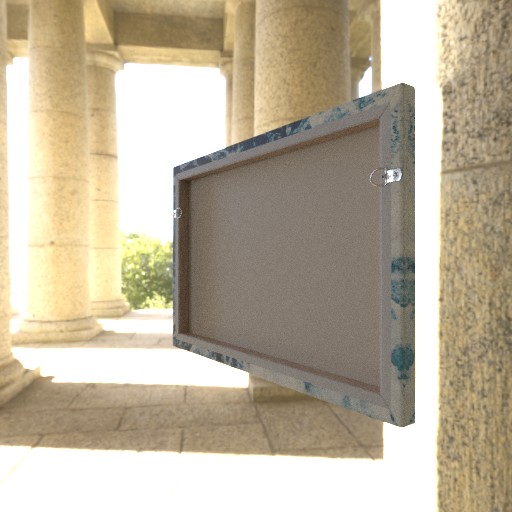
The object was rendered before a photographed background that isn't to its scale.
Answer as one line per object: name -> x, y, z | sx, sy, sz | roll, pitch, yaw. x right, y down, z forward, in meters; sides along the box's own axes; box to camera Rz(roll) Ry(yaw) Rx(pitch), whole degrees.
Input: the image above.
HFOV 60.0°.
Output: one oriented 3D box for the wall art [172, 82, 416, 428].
wall art -> 0.000, 0.000, 1.153 | 0.042, 0.610, 0.915 | 0, 0, -36
